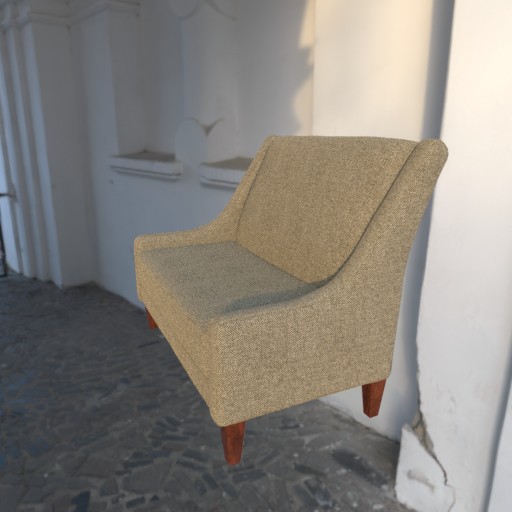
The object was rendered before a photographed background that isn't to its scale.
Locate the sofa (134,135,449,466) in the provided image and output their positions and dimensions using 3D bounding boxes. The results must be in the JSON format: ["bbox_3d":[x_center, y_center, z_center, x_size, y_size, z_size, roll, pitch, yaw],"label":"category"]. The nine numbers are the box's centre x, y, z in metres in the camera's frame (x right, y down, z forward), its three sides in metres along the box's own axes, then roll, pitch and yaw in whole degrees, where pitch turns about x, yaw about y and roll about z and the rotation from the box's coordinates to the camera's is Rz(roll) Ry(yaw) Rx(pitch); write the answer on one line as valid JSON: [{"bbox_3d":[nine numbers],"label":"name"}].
[{"bbox_3d":[0.000,0.000,1.955,0.870,1.021,1.242,-8,18,-25],"label":"sofa"}]
